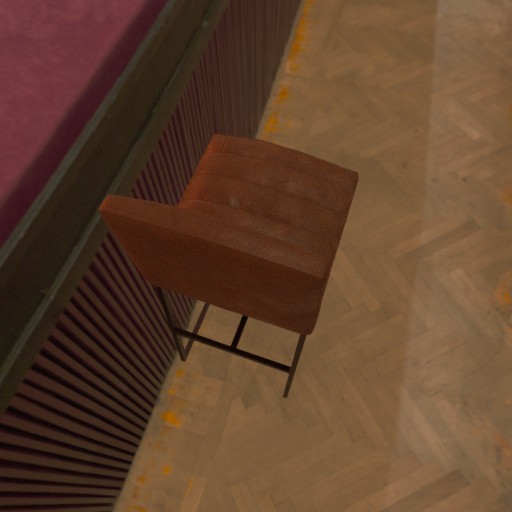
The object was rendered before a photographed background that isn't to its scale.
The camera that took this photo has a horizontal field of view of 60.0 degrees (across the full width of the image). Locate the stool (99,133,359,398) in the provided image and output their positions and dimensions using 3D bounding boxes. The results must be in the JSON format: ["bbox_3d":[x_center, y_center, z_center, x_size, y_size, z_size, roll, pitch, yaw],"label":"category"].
[{"bbox_3d":[0.000,0.000,1.365,0.463,1.065,0.562,17,63,9],"label":"stool"}]
